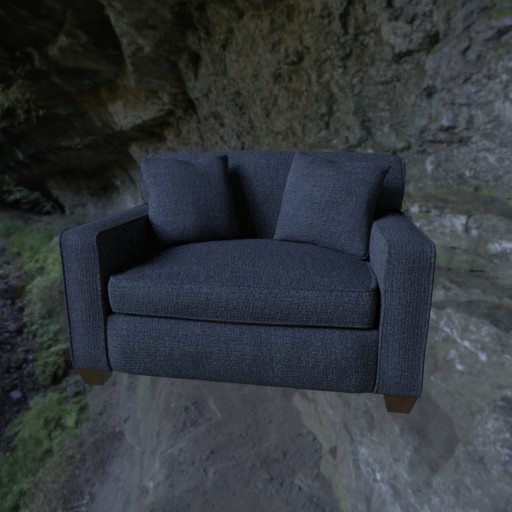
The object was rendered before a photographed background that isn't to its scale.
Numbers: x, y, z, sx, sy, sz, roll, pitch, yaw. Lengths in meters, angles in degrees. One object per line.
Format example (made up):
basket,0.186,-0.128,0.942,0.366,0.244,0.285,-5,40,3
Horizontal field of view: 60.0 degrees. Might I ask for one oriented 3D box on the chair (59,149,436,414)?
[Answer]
chair,0.000,0.000,2.042,1.383,0.948,1.000,2,14,9
